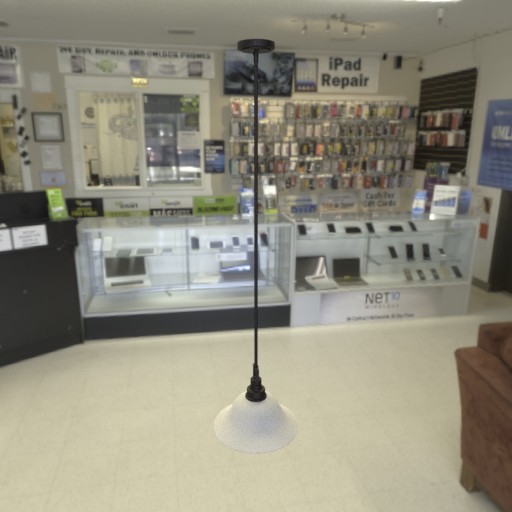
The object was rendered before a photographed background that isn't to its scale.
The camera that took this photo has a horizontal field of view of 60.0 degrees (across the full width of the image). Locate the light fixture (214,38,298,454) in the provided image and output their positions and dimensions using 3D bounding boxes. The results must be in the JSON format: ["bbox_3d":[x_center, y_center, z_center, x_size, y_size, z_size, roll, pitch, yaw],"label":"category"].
[{"bbox_3d":[0.000,0.000,1.516,0.324,1.337,0.324,-2,16,-8],"label":"light fixture"}]
